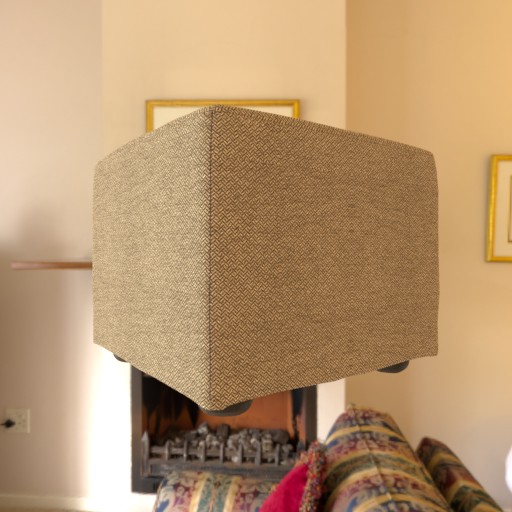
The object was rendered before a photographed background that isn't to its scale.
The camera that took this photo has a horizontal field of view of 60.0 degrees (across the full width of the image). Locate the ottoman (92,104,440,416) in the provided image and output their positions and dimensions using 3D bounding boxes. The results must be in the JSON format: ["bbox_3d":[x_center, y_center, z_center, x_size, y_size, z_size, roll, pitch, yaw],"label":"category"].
[{"bbox_3d":[0.000,0.000,0.900,0.519,0.453,0.512,-1,1,-36],"label":"ottoman"}]
